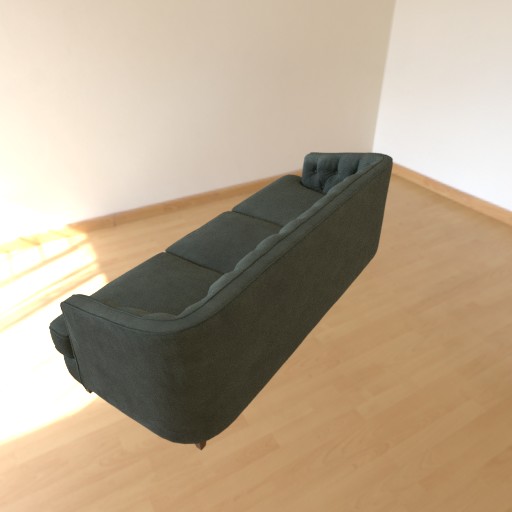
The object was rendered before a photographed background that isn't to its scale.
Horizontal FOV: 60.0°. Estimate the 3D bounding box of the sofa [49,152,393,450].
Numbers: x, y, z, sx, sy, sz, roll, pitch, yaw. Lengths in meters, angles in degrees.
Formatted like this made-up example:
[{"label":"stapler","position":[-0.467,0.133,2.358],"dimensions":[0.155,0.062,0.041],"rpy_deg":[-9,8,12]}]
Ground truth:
[{"label":"sofa","position":[0.000,0.000,2.707],"dimensions":[0.941,0.855,2.278],"rpy_deg":[21,38,28]}]
